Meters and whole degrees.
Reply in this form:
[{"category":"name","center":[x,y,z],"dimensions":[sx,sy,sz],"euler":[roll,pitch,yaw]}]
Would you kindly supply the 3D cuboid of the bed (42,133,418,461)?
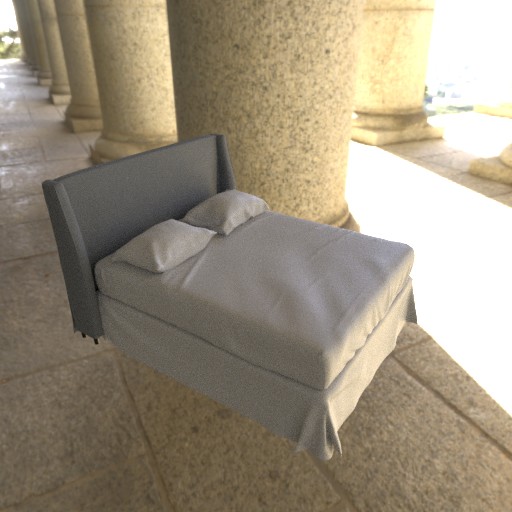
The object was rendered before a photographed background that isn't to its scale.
[{"category":"bed","center":[0.000,0.000,3.441],"dimensions":[2.276,1.332,1.925],"euler":[17,32,30]}]
